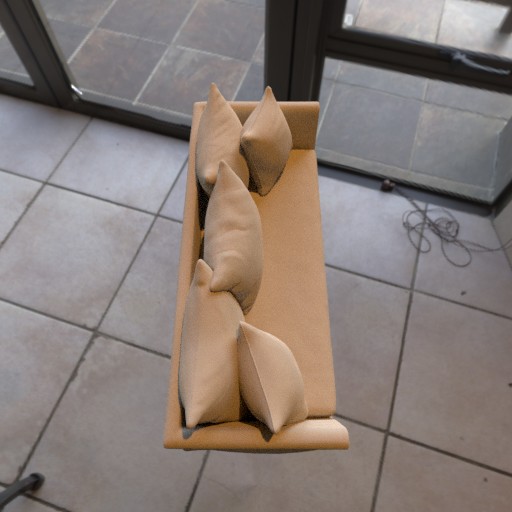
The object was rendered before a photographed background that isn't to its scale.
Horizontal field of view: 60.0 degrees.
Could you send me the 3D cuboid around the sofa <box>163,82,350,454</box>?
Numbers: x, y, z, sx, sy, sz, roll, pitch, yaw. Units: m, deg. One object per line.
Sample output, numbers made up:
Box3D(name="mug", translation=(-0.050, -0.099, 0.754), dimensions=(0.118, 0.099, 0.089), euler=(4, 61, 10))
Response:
Box3D(name="sofa", translation=(0.000, 0.000, 3.084), dimensions=(1.046, 1.047, 2.499), euler=(0, 63, 0))
